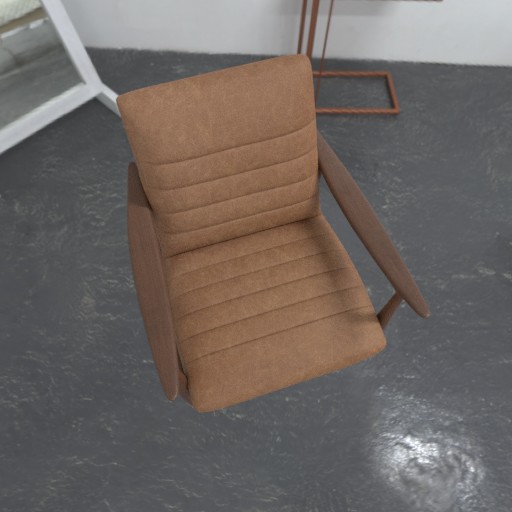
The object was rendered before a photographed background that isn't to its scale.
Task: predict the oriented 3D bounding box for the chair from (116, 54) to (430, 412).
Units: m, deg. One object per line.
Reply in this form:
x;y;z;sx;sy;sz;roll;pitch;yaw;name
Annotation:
0.000;0.000;1.419;0.741;0.832;0.798;-16;63;-8;chair
